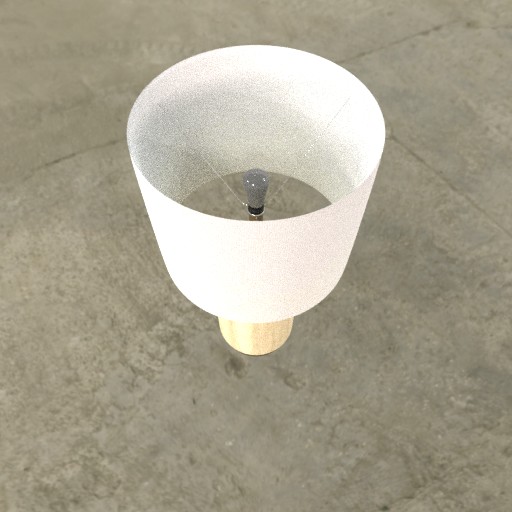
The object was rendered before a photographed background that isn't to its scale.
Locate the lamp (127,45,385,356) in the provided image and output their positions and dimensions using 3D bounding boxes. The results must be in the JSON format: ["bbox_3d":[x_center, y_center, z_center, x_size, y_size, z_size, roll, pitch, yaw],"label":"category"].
[{"bbox_3d":[0.000,0.000,0.578,0.228,0.444,0.228,-2,57,-1],"label":"lamp"}]
